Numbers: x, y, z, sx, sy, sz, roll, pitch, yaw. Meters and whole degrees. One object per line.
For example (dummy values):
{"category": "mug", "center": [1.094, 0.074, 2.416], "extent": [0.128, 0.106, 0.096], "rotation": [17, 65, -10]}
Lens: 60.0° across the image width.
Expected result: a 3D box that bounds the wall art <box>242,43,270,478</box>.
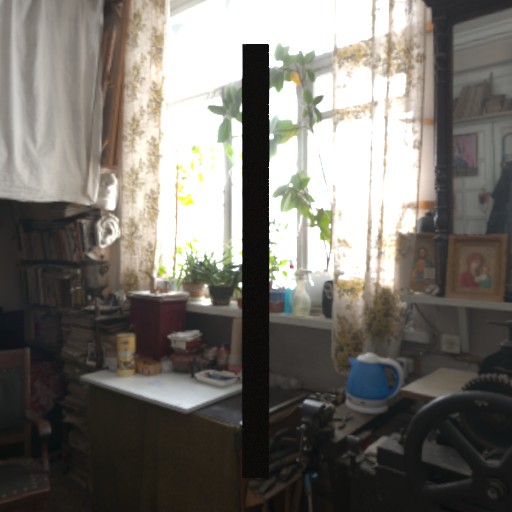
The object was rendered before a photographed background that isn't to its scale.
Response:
{"category": "wall art", "center": [0.000, 0.000, 0.744], "extent": [0.029, 0.457, 0.558], "rotation": [0, 2, 0]}
